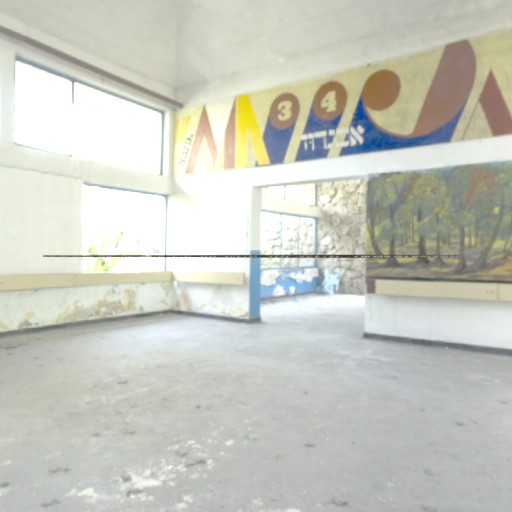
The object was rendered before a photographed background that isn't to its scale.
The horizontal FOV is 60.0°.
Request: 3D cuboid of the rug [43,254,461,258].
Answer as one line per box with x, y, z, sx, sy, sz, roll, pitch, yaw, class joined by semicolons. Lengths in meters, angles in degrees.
0.000;0.000;3.895;2.902;0.017;2.305;0;0;36;rug
